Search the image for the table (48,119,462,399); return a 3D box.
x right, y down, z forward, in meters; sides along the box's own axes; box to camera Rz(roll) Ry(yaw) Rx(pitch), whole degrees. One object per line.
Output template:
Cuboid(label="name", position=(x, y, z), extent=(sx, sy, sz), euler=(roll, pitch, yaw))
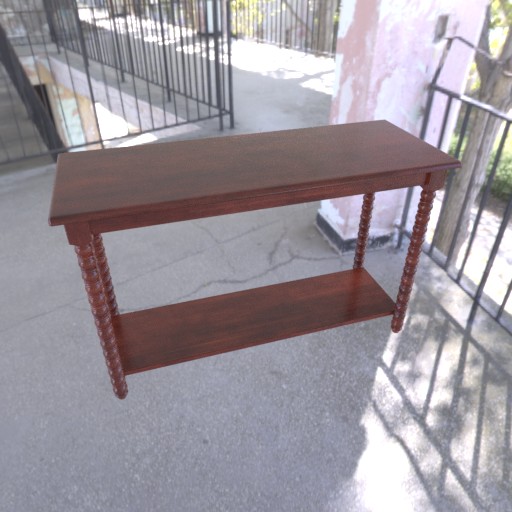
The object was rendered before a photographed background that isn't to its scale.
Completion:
Cuboid(label="table", position=(0.000, 0.000, 1.584), extent=(1.184, 0.740, 0.459), euler=(-10, 35, -14))
